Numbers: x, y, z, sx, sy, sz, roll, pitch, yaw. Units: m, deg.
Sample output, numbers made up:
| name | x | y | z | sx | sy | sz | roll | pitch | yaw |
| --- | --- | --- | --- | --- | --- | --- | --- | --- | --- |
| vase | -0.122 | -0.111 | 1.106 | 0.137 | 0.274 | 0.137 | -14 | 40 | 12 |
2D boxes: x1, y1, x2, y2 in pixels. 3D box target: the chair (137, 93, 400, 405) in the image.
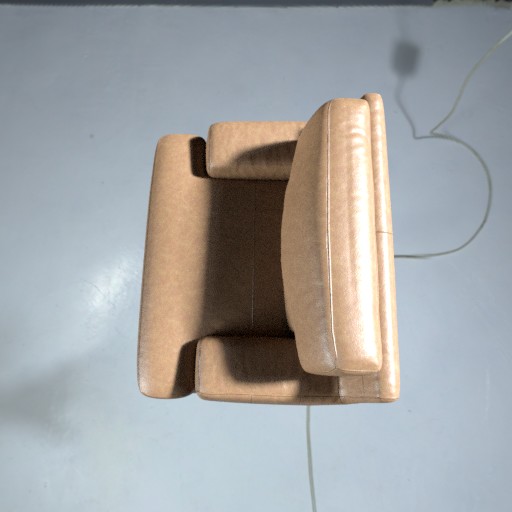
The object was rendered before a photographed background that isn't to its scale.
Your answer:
| name | x | y | z | sx | sy | sz | roll | pitch | yaw |
| --- | --- | --- | --- | --- | --- | --- | --- | --- | --- |
| chair | 0.000 | 0.000 | 1.993 | 1.050 | 0.978 | 1.276 | 1 | 76 | 0 |
